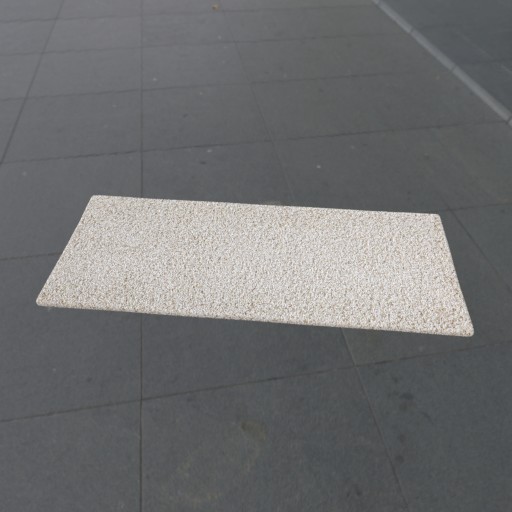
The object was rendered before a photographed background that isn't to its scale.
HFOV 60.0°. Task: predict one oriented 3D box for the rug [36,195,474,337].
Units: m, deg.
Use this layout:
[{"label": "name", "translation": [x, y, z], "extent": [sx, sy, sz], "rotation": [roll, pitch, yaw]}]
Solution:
[{"label": "rug", "translation": [0.000, 0.000, 1.740], "extent": [1.524, 0.030, 0.609], "rotation": [4, 47, 3]}]
